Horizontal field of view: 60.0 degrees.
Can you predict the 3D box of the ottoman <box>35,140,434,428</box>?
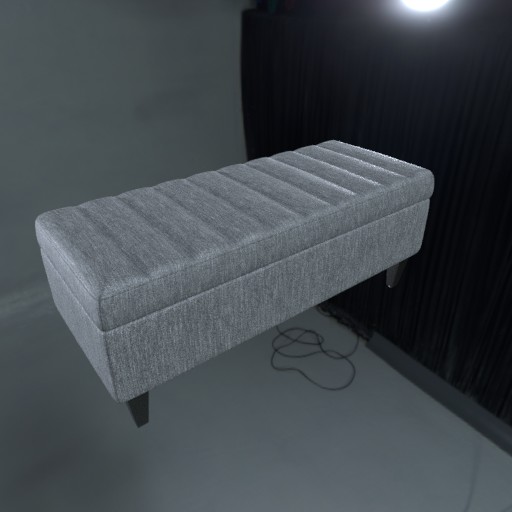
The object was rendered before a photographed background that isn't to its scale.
[{"bbox_3d":[0.000,0.000,1.419,1.151,0.469,0.482,-22,37,-31],"label":"ottoman"}]
